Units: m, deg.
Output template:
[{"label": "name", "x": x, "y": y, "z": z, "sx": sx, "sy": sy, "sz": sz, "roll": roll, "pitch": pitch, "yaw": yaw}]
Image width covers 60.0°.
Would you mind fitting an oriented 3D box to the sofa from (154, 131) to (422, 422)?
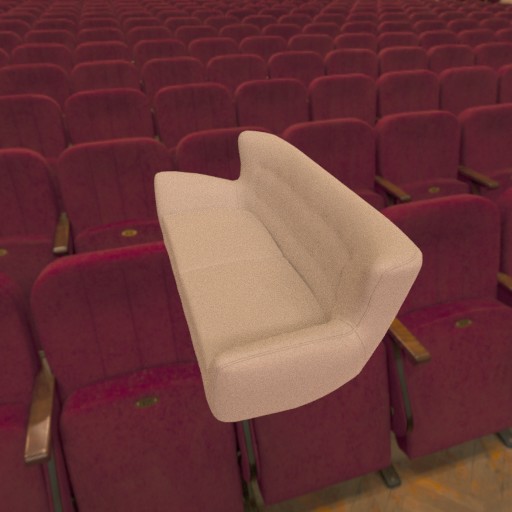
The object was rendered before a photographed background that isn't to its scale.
[{"label": "sofa", "x": 0.000, "y": 0.000, "z": 2.435, "sx": 0.899, "sy": 0.890, "sz": 1.930, "roll": -9, "pitch": 32, "yaw": -15}]
